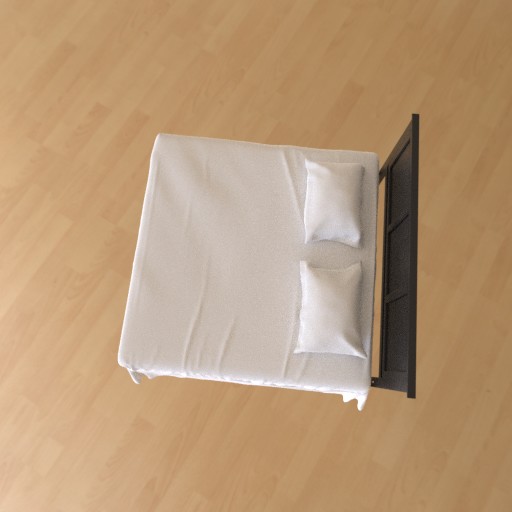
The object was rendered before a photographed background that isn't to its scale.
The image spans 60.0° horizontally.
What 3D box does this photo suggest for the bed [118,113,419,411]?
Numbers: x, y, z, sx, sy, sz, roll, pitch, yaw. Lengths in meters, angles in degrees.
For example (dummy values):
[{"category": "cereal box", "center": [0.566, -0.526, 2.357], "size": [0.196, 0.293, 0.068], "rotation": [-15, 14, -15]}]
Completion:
[{"category": "bed", "center": [0.000, 0.000, 3.637], "size": [2.219, 1.271, 2.315], "rotation": [6, 76, 1]}]
